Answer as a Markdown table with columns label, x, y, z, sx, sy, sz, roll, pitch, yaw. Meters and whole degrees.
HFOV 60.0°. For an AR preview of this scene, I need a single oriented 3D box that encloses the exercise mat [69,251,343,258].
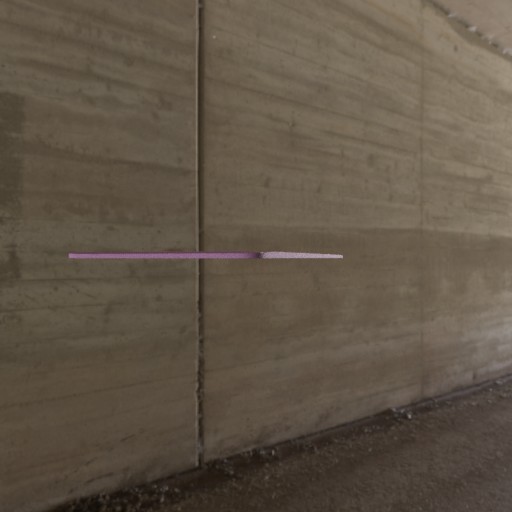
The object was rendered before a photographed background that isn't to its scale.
| label | x | y | z | sx | sy | sz | roll | pitch | yaw |
| --- | --- | --- | --- | --- | --- | --- | --- | --- | --- |
| exercise mat | 0.000 | 0.000 | 2.098 | 0.616 | 0.021 | 1.869 | 0 | 0 | 18 |
